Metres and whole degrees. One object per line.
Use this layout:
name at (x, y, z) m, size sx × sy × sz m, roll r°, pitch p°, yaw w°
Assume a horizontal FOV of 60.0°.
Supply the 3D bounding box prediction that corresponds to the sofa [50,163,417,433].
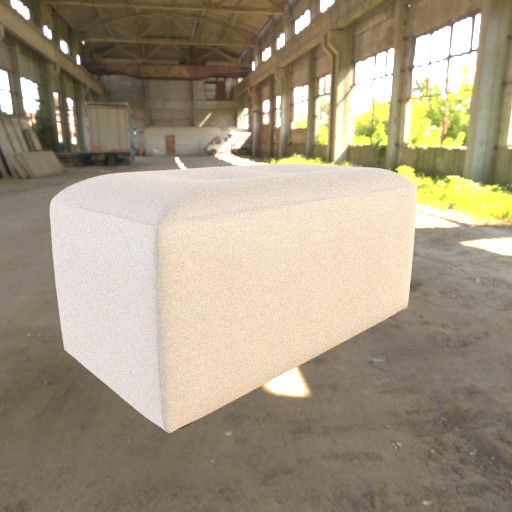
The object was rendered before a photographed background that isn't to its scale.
sofa at (0.000, 0.000, 1.225) m, size 0.930 × 0.470 × 0.480 m, roll -14°, pitch 20°, yaw -42°
